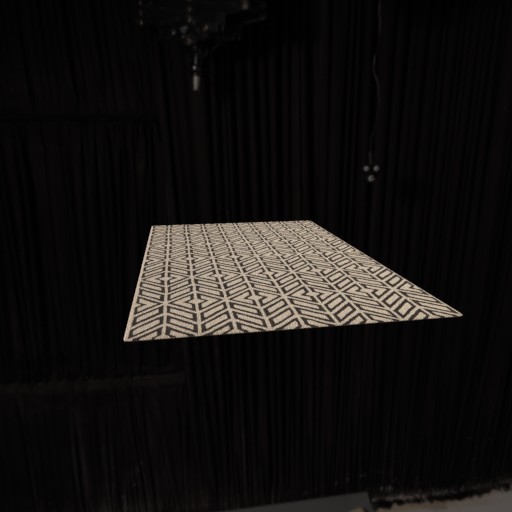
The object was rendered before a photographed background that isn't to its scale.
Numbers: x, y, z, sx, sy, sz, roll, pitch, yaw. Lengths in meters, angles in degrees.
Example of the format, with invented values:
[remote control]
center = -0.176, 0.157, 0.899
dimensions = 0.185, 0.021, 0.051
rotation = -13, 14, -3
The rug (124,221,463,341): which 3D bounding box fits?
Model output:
[rug]
center = 0.000, 0.000, 3.075
dimensions = 1.523, 0.008, 2.438
rotation = -3, 15, -10
